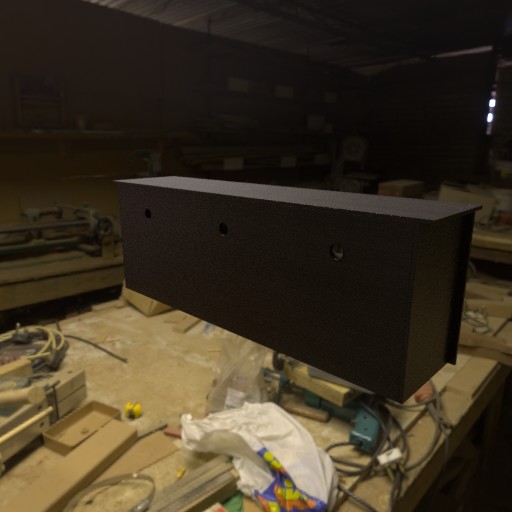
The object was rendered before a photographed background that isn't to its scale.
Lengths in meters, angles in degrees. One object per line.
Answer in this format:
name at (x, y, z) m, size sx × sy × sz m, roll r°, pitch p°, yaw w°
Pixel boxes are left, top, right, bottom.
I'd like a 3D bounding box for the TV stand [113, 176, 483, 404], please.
TV stand at (0.000, 0.000, 2.060) m, size 1.778 × 0.610 × 0.406 m, roll 14°, pitch 20°, yaw 42°
